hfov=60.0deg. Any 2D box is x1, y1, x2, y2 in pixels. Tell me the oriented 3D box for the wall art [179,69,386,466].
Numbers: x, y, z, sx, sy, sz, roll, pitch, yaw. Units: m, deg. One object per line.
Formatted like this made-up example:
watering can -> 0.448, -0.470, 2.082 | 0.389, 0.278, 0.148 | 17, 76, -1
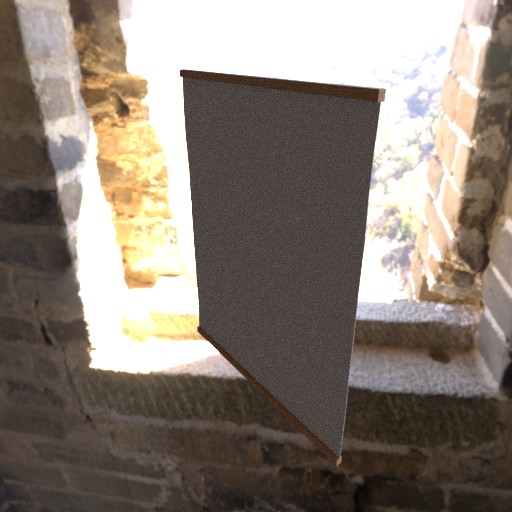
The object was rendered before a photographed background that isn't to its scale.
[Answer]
wall art -> 0.000, 0.000, 0.673 | 0.010, 0.507, 0.404 | -18, 31, -32
